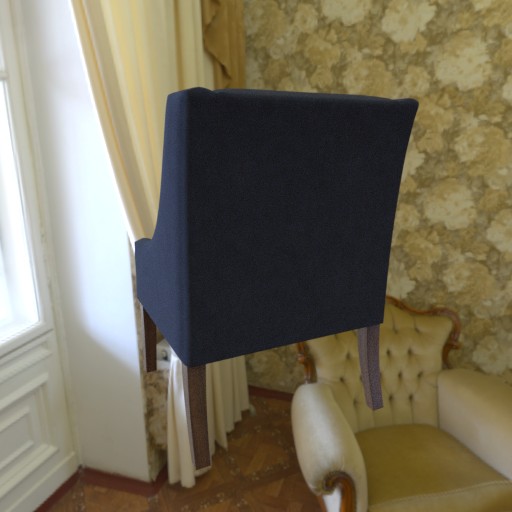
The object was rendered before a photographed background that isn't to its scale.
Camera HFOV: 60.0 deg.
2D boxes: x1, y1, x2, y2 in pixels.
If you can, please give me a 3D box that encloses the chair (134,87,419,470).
[{"bbox_3d":[0.000,0.000,1.347,0.629,0.895,0.629,-7,16,-25],"label":"chair"}]
